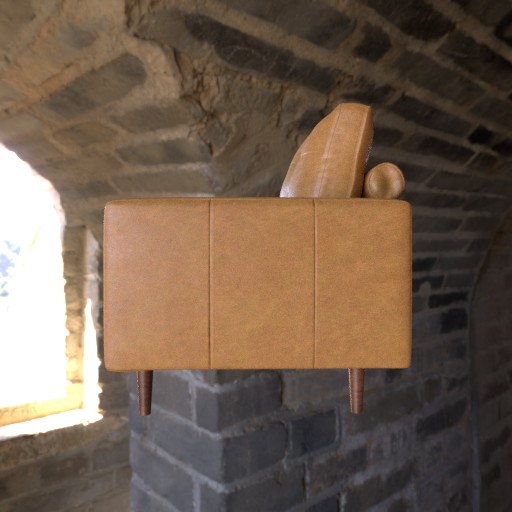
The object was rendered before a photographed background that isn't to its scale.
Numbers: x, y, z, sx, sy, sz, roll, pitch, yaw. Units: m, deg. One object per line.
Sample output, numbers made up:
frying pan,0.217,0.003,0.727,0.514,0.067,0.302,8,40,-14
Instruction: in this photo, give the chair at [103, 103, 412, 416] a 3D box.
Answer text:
chair,0.000,0.000,1.536,0.868,0.896,0.831,0,0,-2
